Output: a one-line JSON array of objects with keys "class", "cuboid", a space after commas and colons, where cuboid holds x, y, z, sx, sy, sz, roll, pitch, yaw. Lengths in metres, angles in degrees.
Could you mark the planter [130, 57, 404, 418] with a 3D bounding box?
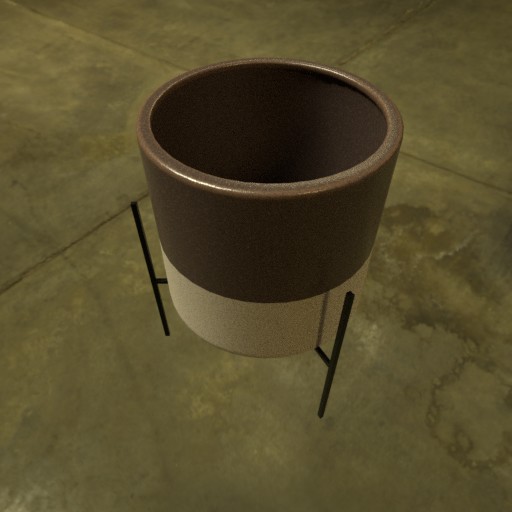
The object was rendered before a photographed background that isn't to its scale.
[{"class": "planter", "cuboid": [0.000, 0.000, 0.511, 0.260, 0.353, 0.250, -5, 47, -5]}]
